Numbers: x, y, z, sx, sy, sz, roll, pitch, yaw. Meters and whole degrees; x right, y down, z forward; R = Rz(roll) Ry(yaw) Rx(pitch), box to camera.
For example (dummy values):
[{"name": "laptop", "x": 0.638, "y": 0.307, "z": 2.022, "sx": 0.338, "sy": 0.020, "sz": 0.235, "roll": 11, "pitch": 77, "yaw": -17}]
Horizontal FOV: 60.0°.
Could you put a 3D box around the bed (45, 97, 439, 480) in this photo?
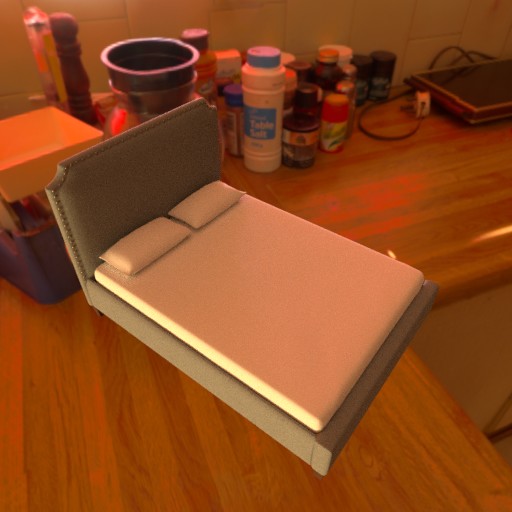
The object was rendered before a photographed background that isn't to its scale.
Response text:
[{"name": "bed", "x": 0.000, "y": 0.000, "z": 3.358, "sx": 2.372, "sy": 1.443, "sz": 1.712, "roll": 27, "pitch": 48, "yaw": 27}]
